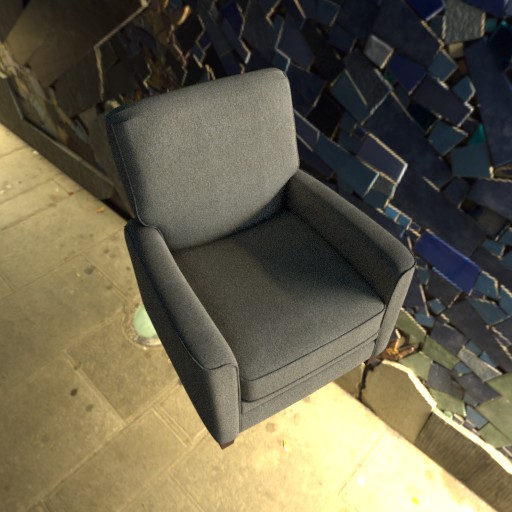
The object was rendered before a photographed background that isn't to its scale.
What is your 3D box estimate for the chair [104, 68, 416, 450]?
[{"bbox_3d":[0.000,0.000,1.646,0.841,1.028,0.858,-23,50,-21],"label":"chair"}]
